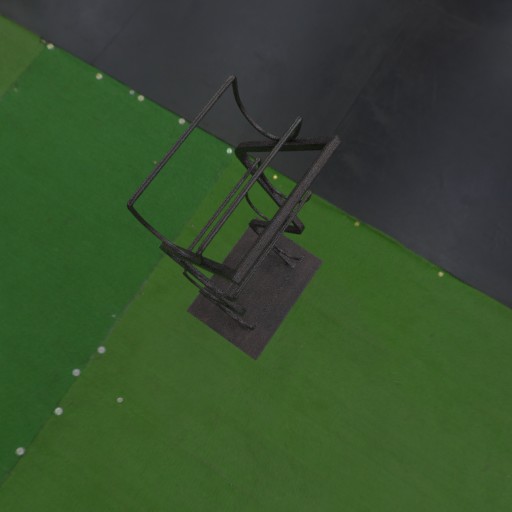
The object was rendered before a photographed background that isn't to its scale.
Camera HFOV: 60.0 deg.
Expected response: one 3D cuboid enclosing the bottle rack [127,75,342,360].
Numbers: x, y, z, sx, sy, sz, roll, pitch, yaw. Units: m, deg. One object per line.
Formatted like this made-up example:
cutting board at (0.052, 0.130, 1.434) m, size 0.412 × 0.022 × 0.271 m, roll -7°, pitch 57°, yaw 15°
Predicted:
bottle rack at (0.000, 0.000, 0.683) m, size 0.178 × 0.559 × 0.254 m, roll 34°, pitch 79°, yaw 8°
